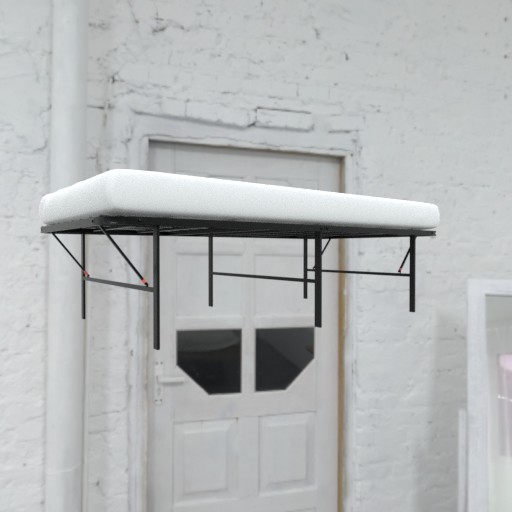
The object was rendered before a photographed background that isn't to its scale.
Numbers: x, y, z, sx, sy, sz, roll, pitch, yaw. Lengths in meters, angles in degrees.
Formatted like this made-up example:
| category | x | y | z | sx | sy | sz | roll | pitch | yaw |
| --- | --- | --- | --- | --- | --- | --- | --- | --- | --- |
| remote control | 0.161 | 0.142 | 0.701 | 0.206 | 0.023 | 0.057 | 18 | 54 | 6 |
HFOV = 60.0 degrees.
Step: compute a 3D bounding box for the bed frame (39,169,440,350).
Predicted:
| category | x | y | z | sx | sy | sz | roll | pitch | yaw |
| --- | --- | --- | --- | --- | --- | --- | --- | --- | --- |
| bed frame | 0.000 | 0.000 | 2.314 | 1.903 | 0.619 | 0.989 | -1 | 1 | -37 |
